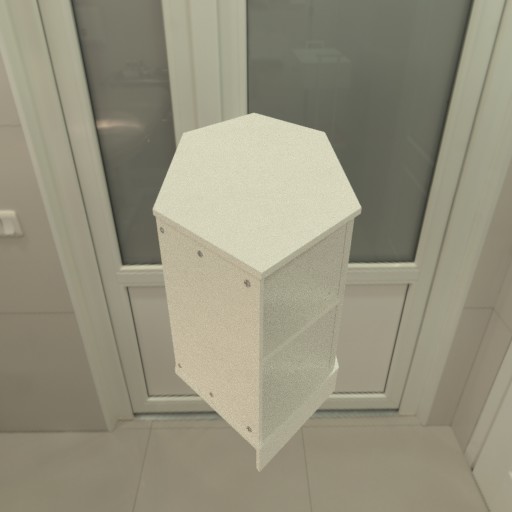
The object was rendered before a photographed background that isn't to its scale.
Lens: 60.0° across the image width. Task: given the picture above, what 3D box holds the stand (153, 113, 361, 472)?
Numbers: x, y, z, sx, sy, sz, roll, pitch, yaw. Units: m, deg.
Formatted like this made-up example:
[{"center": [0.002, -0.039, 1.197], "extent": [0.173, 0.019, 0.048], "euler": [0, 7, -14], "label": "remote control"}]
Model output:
[{"center": [0.000, 0.000, 1.402], "extent": [0.477, 0.614, 1.072], "euler": [-1, 33, -1], "label": "stand"}]
